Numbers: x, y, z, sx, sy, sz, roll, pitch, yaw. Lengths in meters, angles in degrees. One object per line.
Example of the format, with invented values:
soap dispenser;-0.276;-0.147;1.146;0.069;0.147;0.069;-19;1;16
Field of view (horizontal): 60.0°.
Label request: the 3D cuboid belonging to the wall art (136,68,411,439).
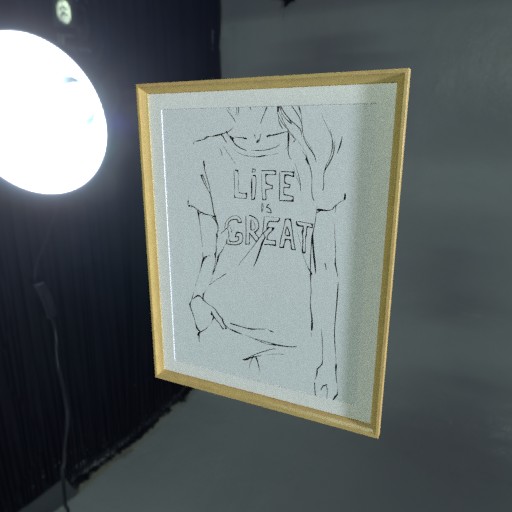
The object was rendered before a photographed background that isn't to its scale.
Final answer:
wall art;0.000;0.000;1.334;0.798;1.002;0.030;7;17;24
